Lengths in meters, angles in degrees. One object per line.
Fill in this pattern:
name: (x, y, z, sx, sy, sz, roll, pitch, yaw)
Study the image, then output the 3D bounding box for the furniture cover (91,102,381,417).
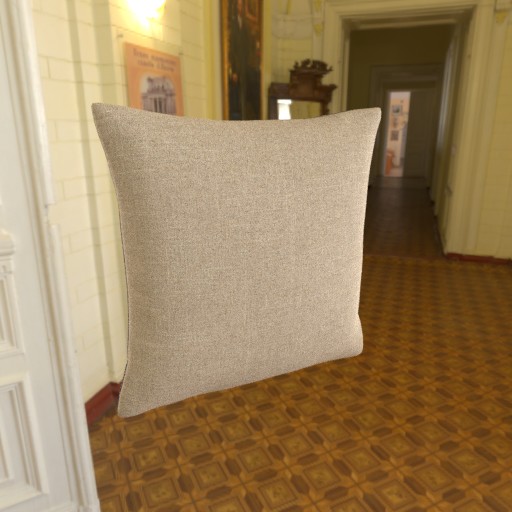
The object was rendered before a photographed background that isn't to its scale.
furniture cover: (0.000, 0.000, 0.778, 0.511, 0.503, 0.162, -8, 18, -25)
